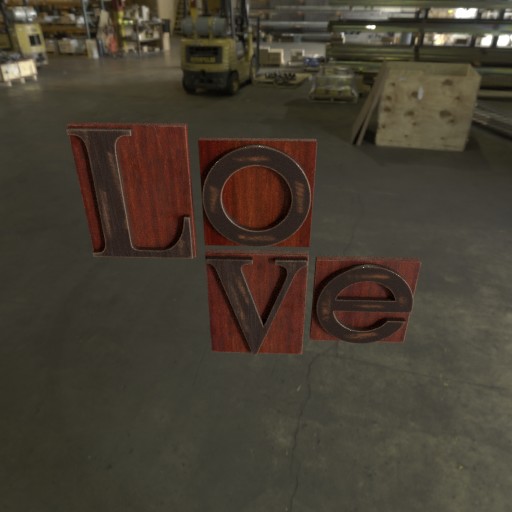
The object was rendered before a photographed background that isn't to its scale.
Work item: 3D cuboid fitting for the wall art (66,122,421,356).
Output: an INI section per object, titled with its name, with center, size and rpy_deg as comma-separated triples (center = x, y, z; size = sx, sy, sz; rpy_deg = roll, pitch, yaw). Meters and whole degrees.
[wall art]
center = 0.000, 0.000, 0.858
size = 0.635, 0.497, 0.030
rpy_deg = 1, 30, 2
